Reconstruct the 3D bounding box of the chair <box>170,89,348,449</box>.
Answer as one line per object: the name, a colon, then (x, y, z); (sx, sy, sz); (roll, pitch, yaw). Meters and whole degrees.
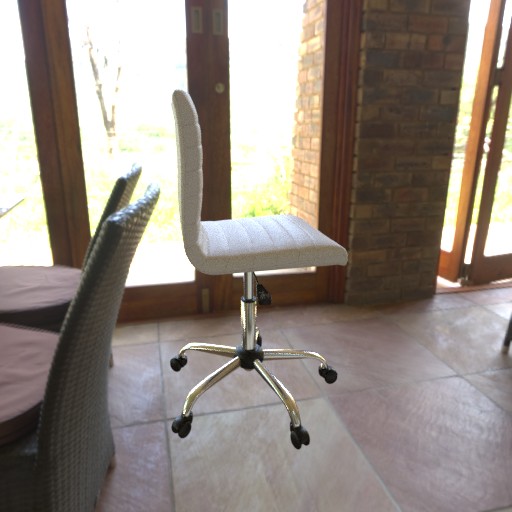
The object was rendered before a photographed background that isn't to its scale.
chair: (0.000, 0.000, 1.093); (0.455, 0.750, 0.520); (-3, 17, -10)
